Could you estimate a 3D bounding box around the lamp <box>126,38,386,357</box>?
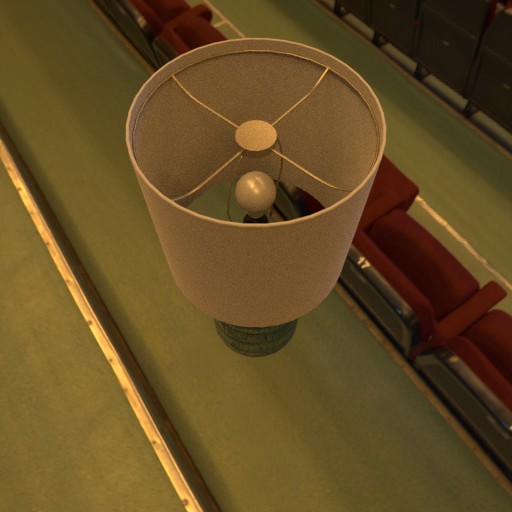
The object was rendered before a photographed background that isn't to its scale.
[{"bbox_3d":[0.000,0.000,0.559,0.211,0.455,0.211,-31,65,-16],"label":"lamp"}]
